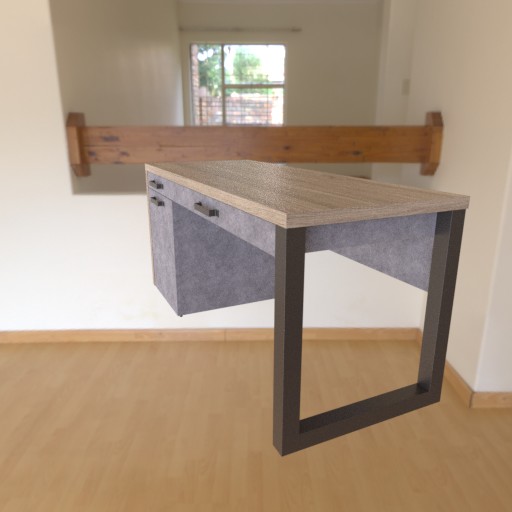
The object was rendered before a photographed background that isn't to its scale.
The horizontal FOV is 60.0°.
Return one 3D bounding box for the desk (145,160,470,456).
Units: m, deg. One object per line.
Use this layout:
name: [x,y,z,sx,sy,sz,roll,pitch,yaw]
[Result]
desk: [0.000,0.000,2.101,0.690,0.760,1.700,-8,18,-24]
